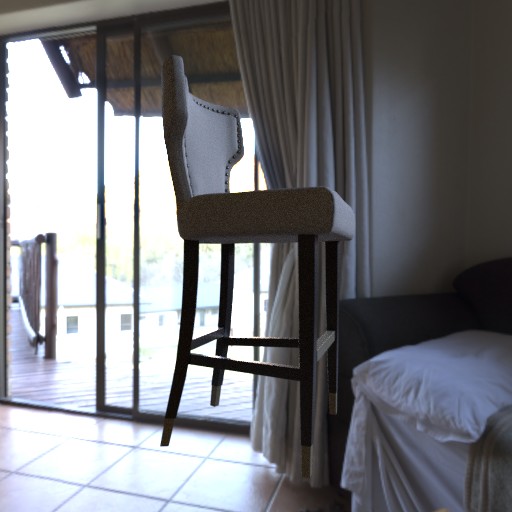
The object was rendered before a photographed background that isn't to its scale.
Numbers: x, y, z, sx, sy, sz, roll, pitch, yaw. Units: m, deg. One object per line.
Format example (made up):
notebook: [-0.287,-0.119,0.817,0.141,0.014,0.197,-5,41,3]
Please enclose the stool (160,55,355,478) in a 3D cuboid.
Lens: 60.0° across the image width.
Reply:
stool: [0.000,0.000,1.381,0.563,1.092,0.526,0,0,18]
